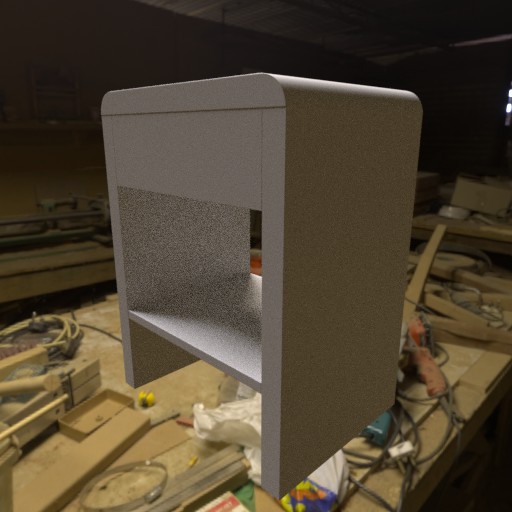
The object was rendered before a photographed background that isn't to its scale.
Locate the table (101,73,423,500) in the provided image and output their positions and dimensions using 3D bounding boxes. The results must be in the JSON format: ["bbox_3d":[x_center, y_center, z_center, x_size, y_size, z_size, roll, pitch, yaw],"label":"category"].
[{"bbox_3d":[0.000,0.000,0.844,0.350,0.590,0.450,-15,22,-43],"label":"table"}]
